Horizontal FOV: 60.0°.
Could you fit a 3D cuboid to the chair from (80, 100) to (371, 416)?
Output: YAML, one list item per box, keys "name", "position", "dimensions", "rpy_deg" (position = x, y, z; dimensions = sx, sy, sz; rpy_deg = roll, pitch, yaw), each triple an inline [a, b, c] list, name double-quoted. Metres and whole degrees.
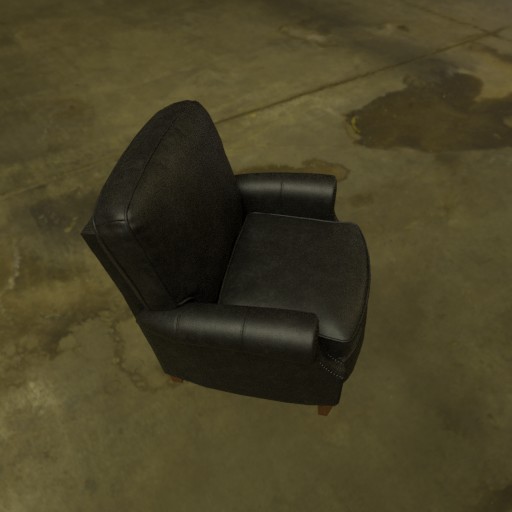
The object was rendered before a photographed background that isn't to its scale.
- name: "chair"
  position: [0.000, 0.000, 1.781]
  dimensions: [0.986, 1.018, 0.936]
  rpy_deg: [8, 47, 8]
